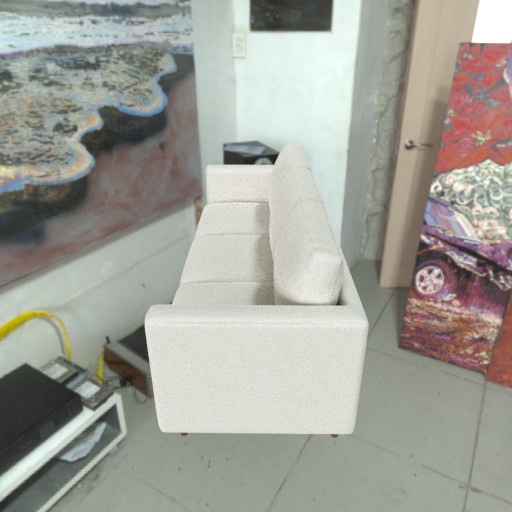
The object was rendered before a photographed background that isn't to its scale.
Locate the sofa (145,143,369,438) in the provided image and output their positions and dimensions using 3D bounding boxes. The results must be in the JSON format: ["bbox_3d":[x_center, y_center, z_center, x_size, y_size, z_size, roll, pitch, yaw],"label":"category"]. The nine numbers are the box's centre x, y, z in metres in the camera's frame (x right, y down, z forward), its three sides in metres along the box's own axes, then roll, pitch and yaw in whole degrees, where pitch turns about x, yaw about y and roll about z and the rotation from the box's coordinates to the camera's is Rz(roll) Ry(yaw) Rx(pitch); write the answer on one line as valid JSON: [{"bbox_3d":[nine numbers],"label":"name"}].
[{"bbox_3d":[0.000,0.000,2.517,0.802,0.912,2.029,0,27,1],"label":"sofa"}]
